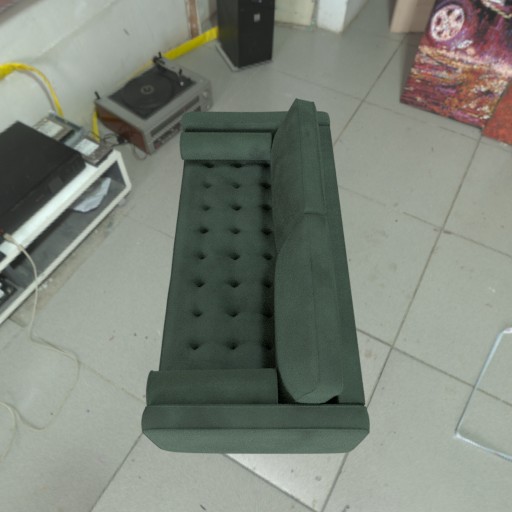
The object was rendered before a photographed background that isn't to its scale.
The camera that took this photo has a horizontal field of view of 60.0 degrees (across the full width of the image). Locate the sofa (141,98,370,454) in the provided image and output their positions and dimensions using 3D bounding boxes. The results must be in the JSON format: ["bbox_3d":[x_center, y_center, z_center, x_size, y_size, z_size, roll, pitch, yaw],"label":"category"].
[{"bbox_3d":[0.000,0.000,2.363,0.916,0.772,1.880,0,57,0],"label":"sofa"}]
